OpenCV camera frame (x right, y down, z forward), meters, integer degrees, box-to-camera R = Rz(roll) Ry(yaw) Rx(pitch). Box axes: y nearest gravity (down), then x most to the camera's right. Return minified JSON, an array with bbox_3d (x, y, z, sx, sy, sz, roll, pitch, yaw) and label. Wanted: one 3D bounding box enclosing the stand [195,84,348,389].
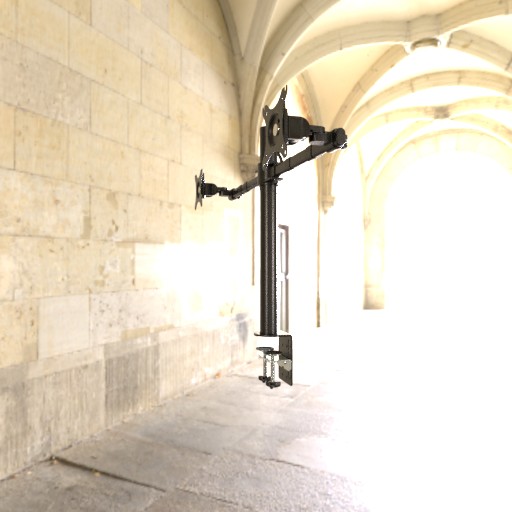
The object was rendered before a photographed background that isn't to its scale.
[{"bbox_3d":[0.000,0.000,1.031,0.150,0.603,0.743,0,-1,-18],"label":"stand"}]
